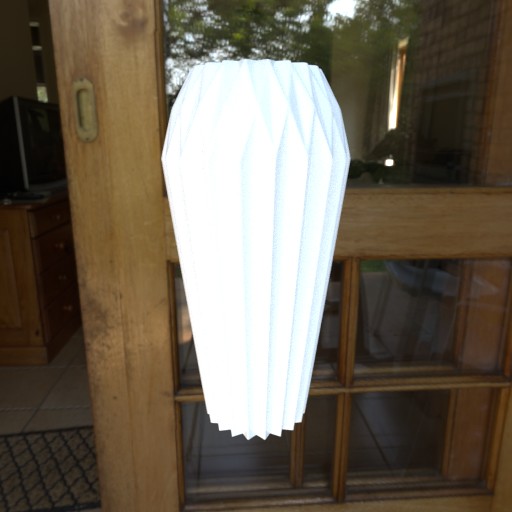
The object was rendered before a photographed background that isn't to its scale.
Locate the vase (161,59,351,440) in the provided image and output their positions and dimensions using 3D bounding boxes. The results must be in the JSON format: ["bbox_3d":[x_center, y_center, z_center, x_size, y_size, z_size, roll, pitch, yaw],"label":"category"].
[{"bbox_3d":[0.000,0.000,0.337,0.133,0.263,0.133,0,15,0],"label":"vase"}]
